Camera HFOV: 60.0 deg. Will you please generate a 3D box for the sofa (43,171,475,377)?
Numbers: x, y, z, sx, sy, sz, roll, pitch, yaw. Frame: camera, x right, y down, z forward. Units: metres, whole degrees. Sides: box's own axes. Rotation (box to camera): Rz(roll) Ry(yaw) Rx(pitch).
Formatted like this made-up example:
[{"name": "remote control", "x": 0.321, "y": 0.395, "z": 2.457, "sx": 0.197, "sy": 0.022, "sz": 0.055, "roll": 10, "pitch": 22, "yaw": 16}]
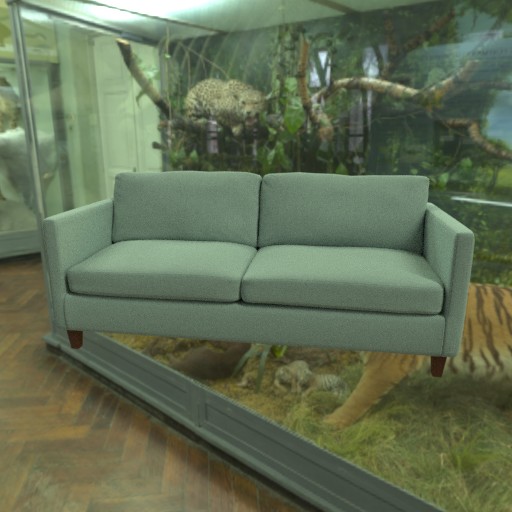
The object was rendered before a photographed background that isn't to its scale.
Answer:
[{"name": "sofa", "x": 0.000, "y": 0.000, "z": 2.690, "sx": 2.208, "sy": 0.965, "sz": 0.951, "roll": 2, "pitch": 16, "yaw": 8}]
